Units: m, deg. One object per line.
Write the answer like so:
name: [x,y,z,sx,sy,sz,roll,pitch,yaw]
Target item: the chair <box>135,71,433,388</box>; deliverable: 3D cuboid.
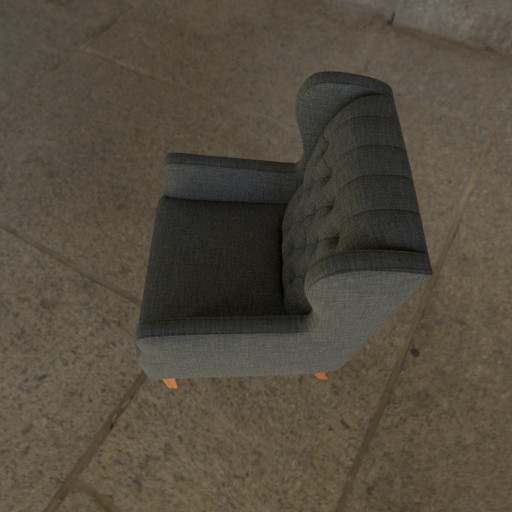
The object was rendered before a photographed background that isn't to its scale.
chair: [0.000,0.000,1.477,0.775,0.953,0.711,1,59,0]
